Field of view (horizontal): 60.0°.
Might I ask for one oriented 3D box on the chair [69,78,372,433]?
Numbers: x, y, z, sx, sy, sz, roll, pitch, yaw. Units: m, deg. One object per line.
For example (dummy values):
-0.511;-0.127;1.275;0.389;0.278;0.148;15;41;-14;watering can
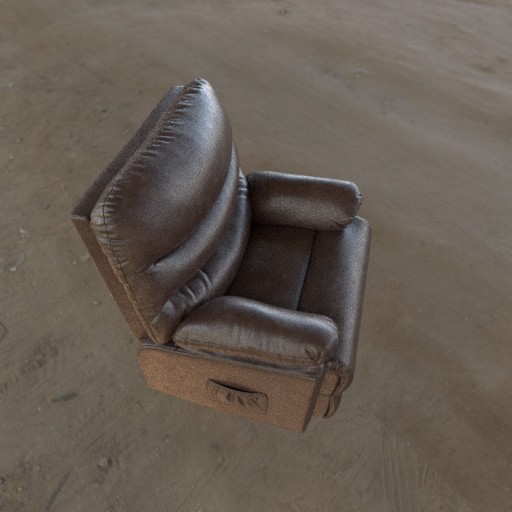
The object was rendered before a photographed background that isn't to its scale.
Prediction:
0.000;0.000;1.722;0.879;1.041;0.940;11;49;10;chair
